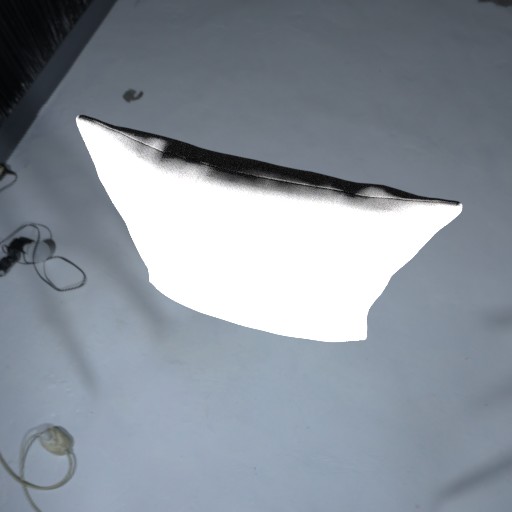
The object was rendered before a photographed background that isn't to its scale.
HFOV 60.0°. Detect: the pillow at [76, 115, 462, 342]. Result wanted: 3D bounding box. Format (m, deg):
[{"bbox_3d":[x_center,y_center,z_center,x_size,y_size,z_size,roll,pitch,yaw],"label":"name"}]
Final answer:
[{"bbox_3d":[0.000,0.000,0.667,0.433,0.436,0.173,14,65,7],"label":"pillow"}]
